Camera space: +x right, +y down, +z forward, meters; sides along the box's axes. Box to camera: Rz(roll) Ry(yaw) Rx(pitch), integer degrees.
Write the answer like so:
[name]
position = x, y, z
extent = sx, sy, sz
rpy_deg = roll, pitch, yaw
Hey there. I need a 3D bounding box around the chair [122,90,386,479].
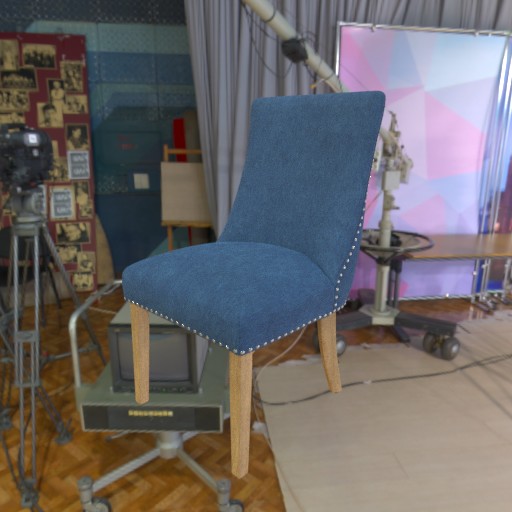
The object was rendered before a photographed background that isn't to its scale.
[chair]
position = 0.000, 0.000, 1.273
extent = 0.495, 0.902, 0.610
rpy_deg = 15, 22, 42
